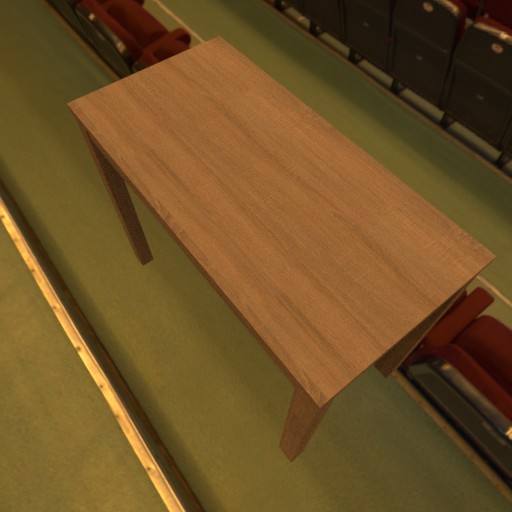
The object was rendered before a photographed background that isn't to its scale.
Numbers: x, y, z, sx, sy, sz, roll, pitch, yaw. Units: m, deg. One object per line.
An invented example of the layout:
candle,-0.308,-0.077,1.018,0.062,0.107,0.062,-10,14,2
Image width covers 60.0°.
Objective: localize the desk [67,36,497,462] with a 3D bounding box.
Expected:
desk,0.000,0.000,1.369,0.495,0.762,0.991,-34,64,-19
